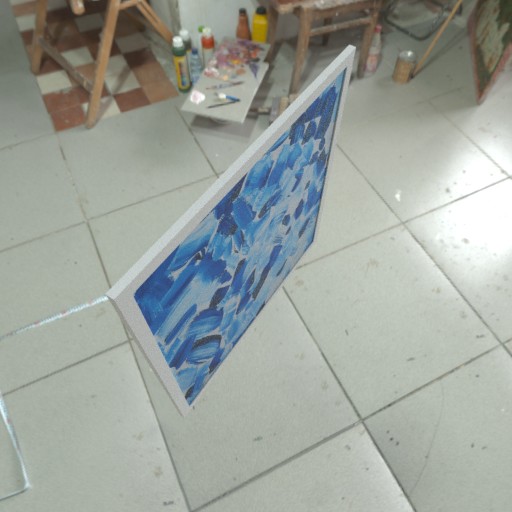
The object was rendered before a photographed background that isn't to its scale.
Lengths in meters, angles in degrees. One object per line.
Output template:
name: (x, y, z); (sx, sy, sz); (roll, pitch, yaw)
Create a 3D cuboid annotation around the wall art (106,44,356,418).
wall art: (0.000, 0.000, 0.990); (0.015, 0.660, 0.660); (30, 62, 18)
